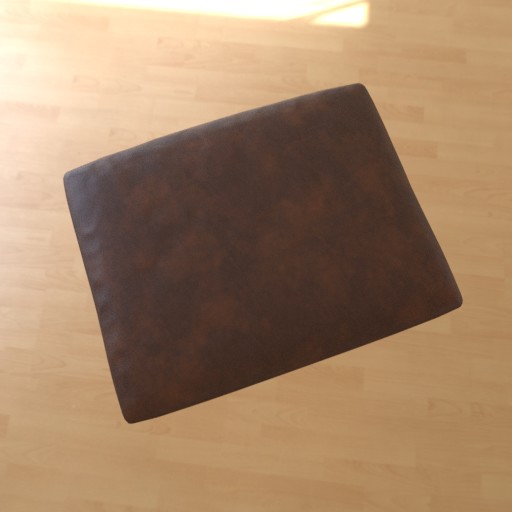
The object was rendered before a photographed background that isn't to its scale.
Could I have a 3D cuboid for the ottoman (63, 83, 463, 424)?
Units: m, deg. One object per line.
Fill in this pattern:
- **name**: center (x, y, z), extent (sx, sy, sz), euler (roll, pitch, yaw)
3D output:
- **ottoman**: center (0.000, 0.000, 1.123), extent (0.742, 0.486, 0.586), euler (-18, 77, -5)
